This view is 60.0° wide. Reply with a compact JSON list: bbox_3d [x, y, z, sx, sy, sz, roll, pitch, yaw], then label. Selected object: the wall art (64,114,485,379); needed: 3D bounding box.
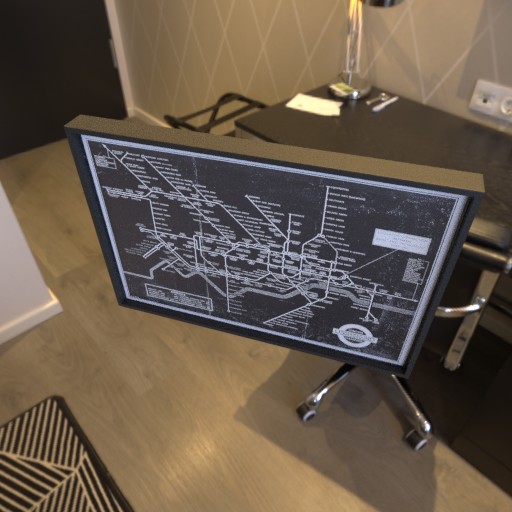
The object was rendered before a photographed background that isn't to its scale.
[{"bbox_3d":[0.000,0.000,0.849,0.671,0.456,0.051,12,43,13],"label":"wall art"}]
